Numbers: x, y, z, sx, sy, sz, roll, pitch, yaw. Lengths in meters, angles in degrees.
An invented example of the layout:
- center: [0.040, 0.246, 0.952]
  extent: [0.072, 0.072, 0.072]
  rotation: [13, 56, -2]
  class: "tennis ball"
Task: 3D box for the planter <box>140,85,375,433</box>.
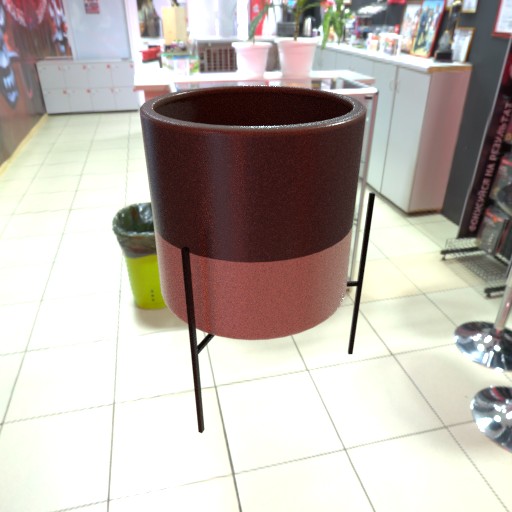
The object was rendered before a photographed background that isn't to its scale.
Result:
- center: [0.000, 0.000, 0.537]
  extent: [0.250, 0.353, 0.260]
  rotation: [10, 31, 17]
  class: "planter"
